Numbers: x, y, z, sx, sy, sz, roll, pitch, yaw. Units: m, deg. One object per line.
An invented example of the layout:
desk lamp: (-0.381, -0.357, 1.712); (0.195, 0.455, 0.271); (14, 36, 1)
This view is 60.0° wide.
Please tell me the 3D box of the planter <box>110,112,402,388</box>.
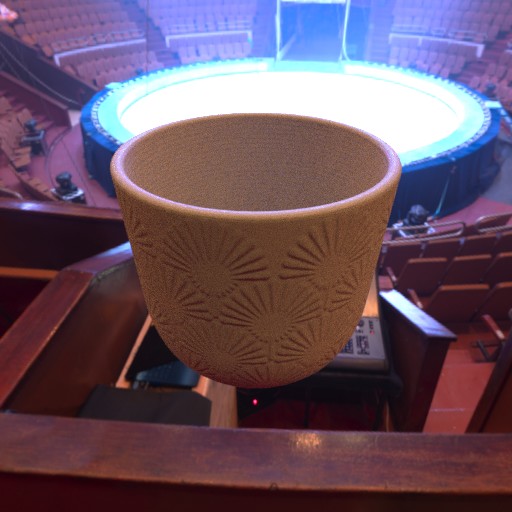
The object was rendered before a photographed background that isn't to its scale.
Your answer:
planter: (0.000, 0.000, 0.307); (0.170, 0.152, 0.170); (0, 33, 0)
